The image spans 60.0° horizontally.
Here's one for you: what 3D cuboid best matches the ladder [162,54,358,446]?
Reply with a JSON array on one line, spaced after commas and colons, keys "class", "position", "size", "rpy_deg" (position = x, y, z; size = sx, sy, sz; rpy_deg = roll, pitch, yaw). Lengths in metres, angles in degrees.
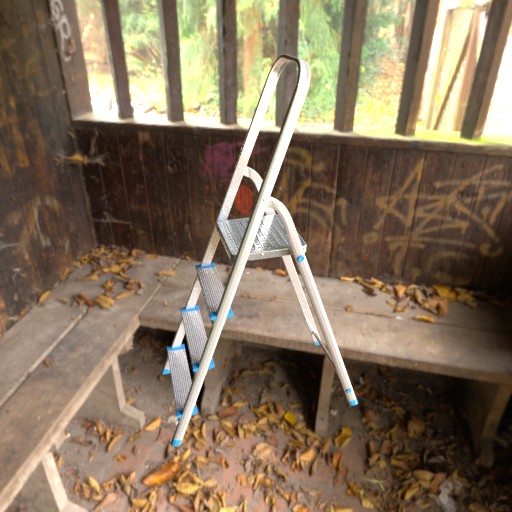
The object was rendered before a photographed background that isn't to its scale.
[{"class": "ladder", "position": [0.000, 0.000, 1.742], "size": [0.842, 1.434, 0.445], "rpy_deg": [-8, 31, -13]}]
